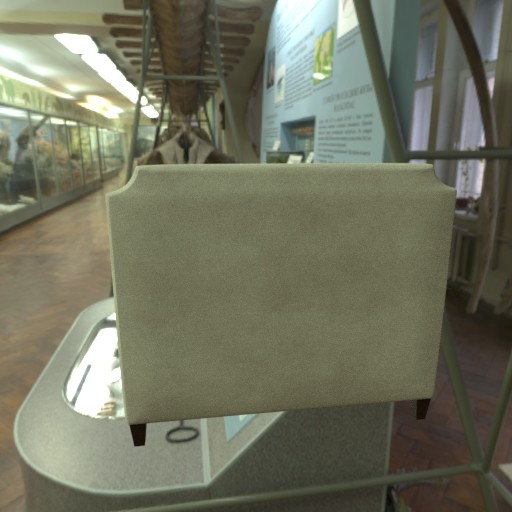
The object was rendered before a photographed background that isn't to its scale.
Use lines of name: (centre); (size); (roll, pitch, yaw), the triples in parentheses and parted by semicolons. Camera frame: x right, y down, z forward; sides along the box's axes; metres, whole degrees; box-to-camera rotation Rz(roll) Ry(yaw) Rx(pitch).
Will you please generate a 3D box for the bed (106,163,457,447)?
bed: (0.000, 0.000, 3.343); (1.712, 1.443, 2.372); (-2, 14, -8)
